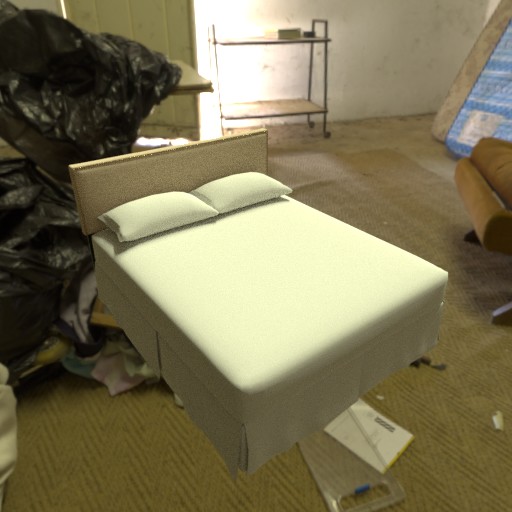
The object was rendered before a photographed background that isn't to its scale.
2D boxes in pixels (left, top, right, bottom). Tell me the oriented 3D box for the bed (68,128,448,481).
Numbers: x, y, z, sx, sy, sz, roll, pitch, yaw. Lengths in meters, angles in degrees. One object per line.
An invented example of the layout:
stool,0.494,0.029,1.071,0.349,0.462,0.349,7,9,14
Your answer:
bed,0.000,0.000,2.824,1.616,1.016,1.876,-21,36,-32
